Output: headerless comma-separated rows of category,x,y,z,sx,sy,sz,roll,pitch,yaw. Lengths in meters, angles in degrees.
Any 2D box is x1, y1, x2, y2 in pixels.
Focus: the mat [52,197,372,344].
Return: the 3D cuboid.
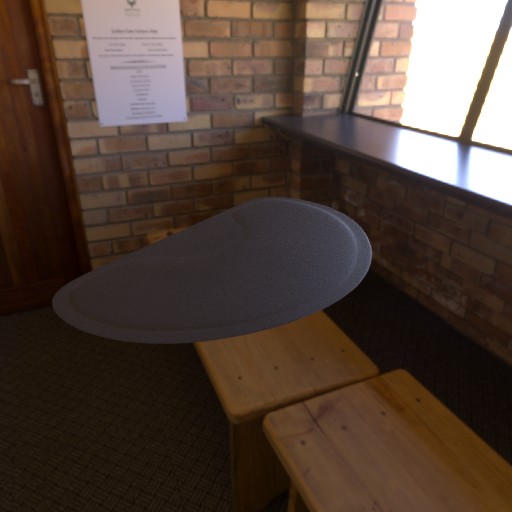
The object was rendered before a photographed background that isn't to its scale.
mat,0.000,0.000,1.888,0.913,0.013,1.524,17,30,31
